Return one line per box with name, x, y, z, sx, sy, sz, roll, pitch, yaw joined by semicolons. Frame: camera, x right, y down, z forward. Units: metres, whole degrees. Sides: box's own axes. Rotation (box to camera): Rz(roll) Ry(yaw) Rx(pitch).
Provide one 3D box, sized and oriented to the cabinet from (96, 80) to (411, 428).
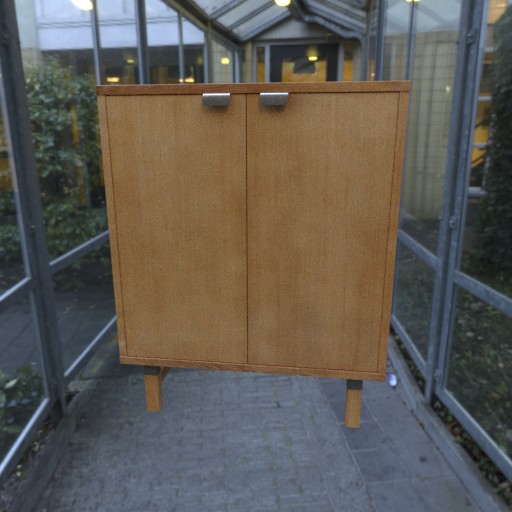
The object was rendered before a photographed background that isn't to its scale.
cabinet;0.000;0.000;1.425;0.800;1.001;0.419;2;15;7
